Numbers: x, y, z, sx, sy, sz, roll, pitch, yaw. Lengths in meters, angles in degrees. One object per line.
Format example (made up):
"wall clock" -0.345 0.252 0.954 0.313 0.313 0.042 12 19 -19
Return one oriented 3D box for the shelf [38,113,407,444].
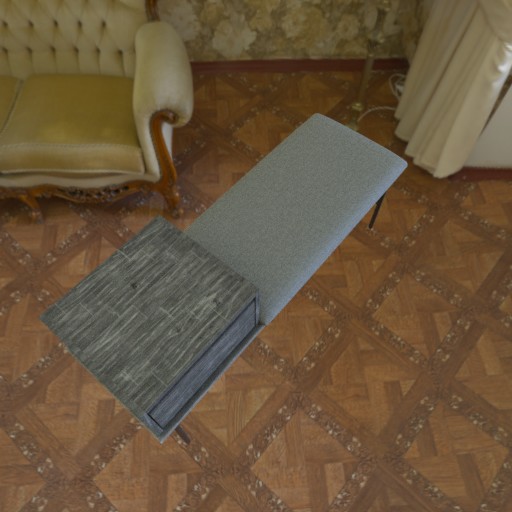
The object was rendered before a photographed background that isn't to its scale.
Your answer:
"shelf" 0.000 0.000 1.635 0.457 0.633 1.342 36 65 19
